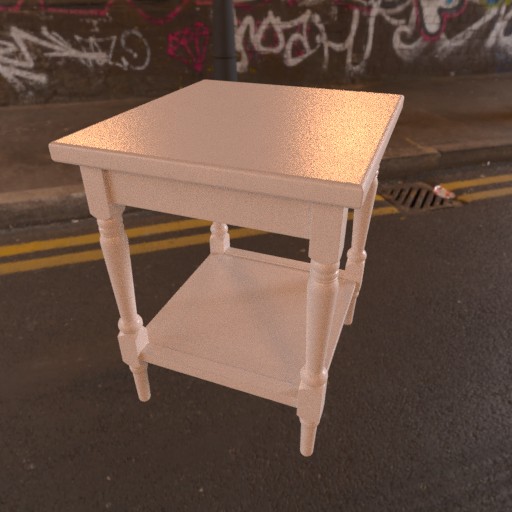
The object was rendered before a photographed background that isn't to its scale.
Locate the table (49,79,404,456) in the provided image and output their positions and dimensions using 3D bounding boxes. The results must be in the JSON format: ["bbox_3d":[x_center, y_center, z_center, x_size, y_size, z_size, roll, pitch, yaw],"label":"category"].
[{"bbox_3d":[0.000,0.000,0.899,0.442,0.565,0.488,12,34,18],"label":"table"}]
